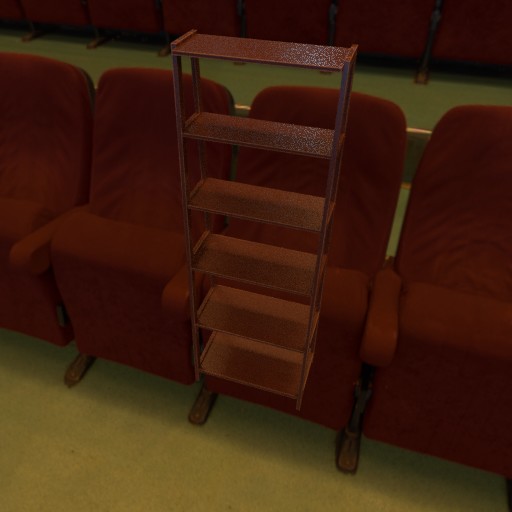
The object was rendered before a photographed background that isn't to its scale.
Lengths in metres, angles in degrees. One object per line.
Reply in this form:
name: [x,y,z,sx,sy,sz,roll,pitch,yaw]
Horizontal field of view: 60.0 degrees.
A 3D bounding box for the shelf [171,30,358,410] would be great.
shelf: [0.000,0.000,2.169,0.660,1.892,0.381,12,43,13]
